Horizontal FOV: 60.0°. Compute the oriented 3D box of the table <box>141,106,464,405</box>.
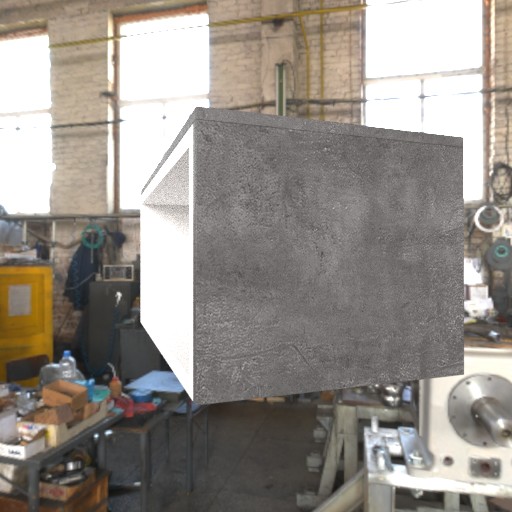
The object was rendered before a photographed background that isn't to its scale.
[{"bbox_3d":[0.000,0.000,0.913,0.400,0.350,0.700,0,0,-20],"label":"table"}]
